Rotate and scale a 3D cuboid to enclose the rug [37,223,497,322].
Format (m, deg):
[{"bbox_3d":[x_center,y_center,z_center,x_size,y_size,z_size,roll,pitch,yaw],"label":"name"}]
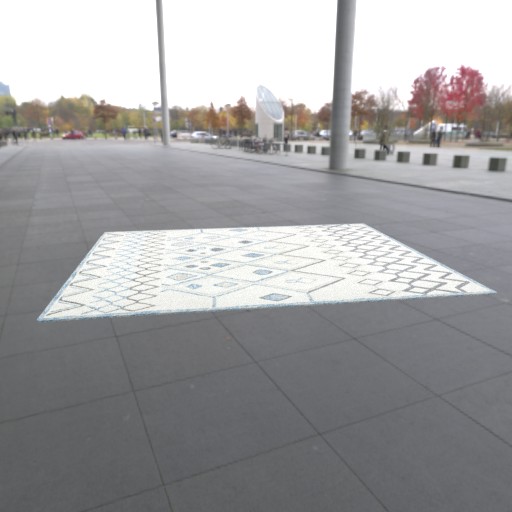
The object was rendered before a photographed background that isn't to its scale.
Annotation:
[{"bbox_3d":[0.000,0.000,4.044,3.056,0.013,2.441,-2,16,-9],"label":"rug"}]
